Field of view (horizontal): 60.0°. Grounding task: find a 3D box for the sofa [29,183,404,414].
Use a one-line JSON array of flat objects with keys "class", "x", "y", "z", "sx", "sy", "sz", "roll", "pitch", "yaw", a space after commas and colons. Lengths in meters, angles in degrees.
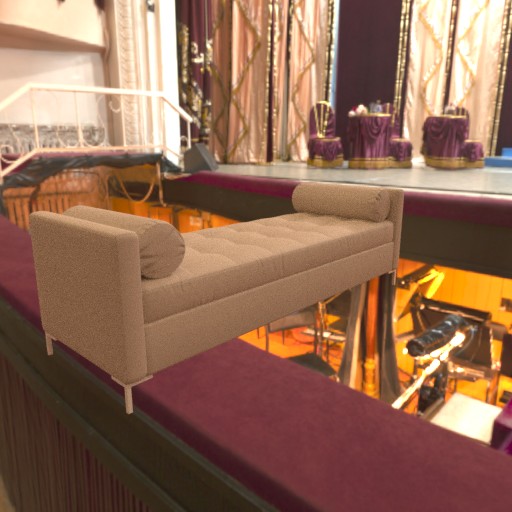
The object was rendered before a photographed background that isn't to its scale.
[{"class": "sofa", "x": 0.000, "y": 0.000, "z": 2.338, "sx": 0.686, "sy": 0.635, "sz": 1.981, "roll": 13, "pitch": 19, "yaw": 41}]
